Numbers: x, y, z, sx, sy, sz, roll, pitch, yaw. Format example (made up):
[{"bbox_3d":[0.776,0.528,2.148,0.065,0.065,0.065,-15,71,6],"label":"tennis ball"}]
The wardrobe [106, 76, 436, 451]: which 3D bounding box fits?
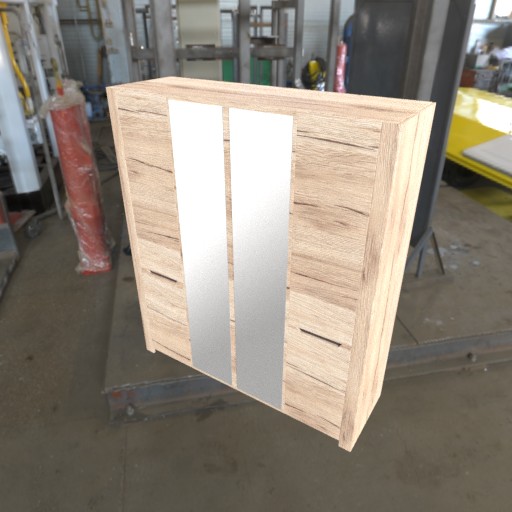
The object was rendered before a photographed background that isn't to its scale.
[{"bbox_3d":[0.000,0.000,2.977,1.810,2.070,0.580,18,34,28],"label":"wardrobe"}]
